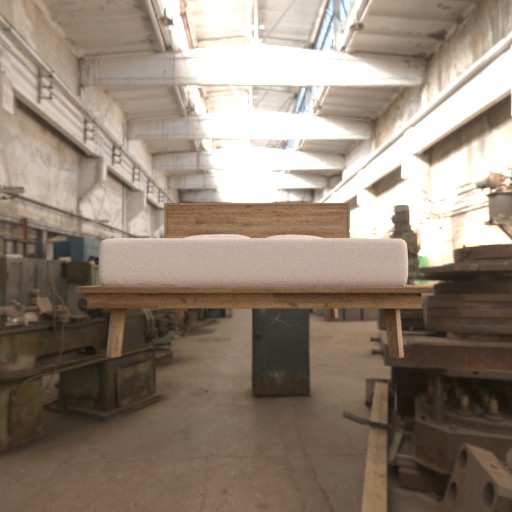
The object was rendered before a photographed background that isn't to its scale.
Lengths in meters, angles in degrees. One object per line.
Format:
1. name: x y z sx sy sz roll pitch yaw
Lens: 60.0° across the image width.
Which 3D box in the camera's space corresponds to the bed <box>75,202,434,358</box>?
1. bed: 0.000 0.000 3.166 1.759 1.071 2.145 0 -2 1
